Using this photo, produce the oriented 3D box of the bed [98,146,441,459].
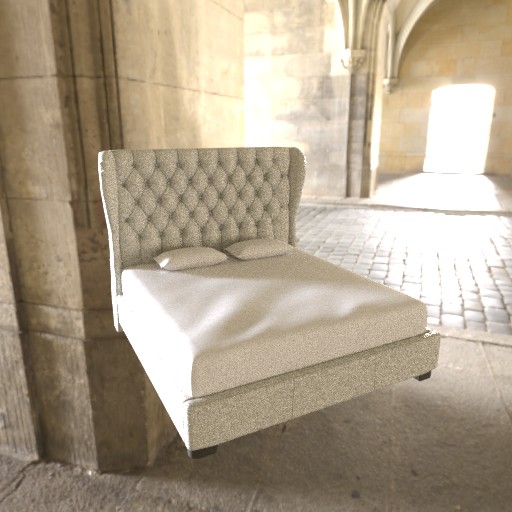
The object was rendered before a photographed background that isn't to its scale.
[{"bbox_3d":[0.000,0.000,3.897,2.219,1.771,2.347,-8,18,-26],"label":"bed"}]
